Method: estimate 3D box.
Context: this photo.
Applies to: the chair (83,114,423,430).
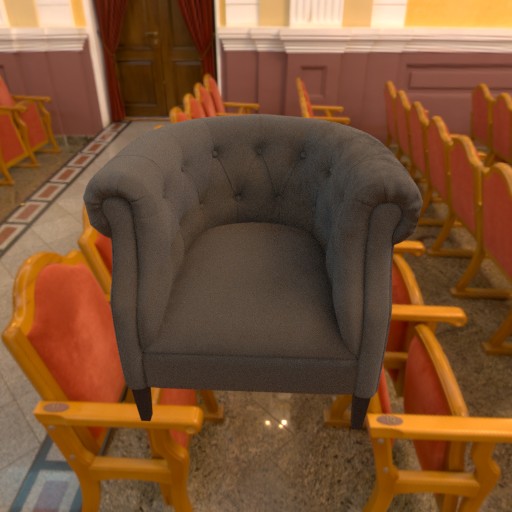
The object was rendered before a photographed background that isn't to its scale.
[{"bbox_3d":[0.000,0.000,1.569,0.904,0.826,0.851,1,31,2],"label":"chair"}]
